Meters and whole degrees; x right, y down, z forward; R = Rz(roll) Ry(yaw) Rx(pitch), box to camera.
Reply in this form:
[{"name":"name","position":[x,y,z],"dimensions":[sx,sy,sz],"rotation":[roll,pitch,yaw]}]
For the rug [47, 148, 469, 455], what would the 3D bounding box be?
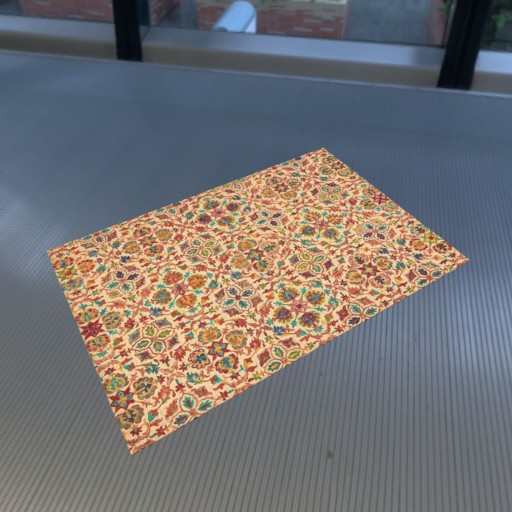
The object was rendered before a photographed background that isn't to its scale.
[{"name":"rug","position":[0.000,0.000,2.310],"dimensions":[1.838,0.013,1.226],"rotation":[-24,51,-21]}]
